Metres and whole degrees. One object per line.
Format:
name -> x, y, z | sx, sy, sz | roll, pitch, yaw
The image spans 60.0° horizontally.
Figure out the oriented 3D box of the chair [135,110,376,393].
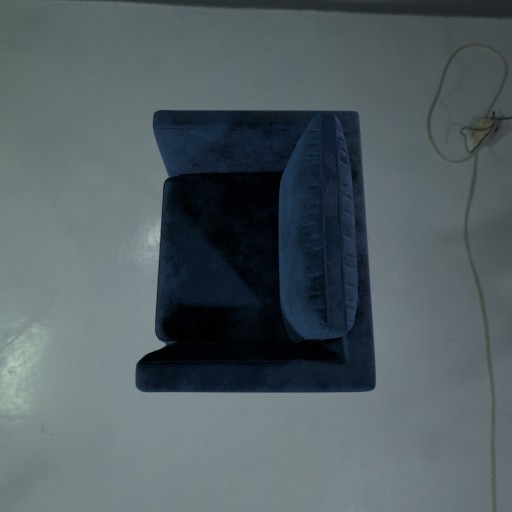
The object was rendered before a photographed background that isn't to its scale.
chair -> 0.000, 0.000, 1.682 | 0.746, 0.893, 0.977 | 0, 75, 0
